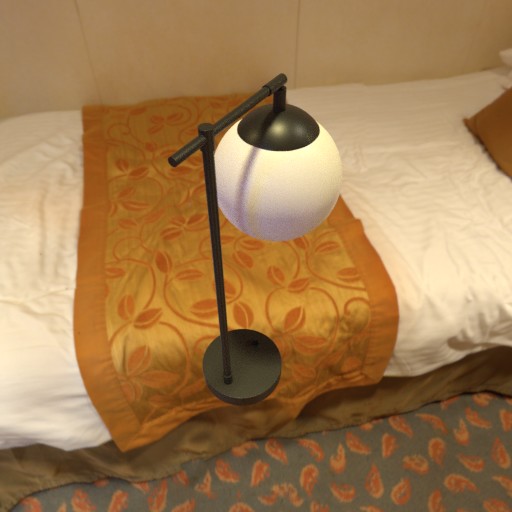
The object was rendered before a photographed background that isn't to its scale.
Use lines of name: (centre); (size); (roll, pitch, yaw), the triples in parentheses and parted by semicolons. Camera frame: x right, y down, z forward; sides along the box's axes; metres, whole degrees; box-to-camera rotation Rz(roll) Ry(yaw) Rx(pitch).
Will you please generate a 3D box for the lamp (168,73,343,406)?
lamp: (0.000, 0.000, 0.722); (0.197, 0.559, 0.316); (24, 50, 22)
